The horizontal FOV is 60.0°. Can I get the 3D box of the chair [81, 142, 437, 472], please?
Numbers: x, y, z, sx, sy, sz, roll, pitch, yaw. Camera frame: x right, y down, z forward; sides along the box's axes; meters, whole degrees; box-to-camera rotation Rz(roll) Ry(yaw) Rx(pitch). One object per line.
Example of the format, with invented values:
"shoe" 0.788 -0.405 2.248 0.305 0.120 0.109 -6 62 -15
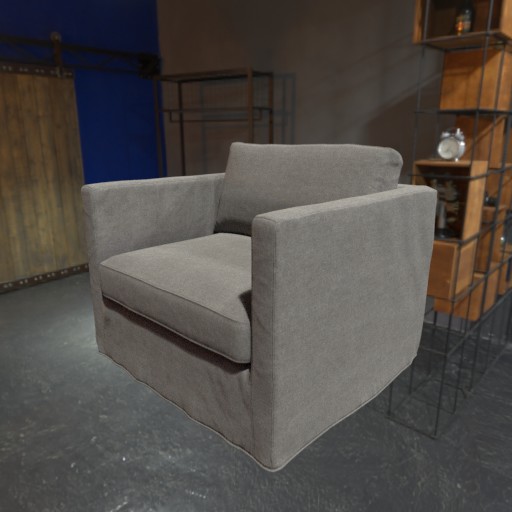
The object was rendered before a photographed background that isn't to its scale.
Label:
"chair" 0.000 0.000 1.760 1.057 0.863 0.949 15 21 42
